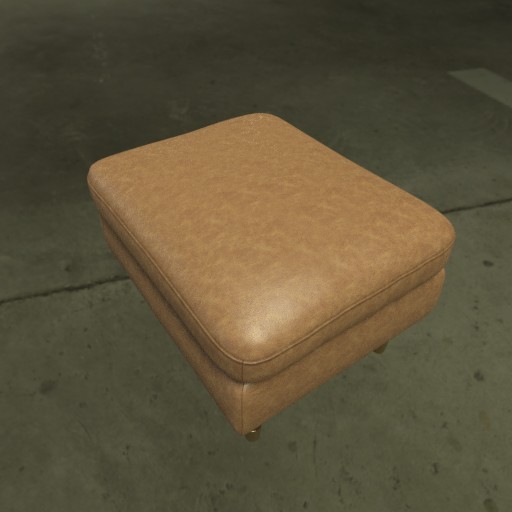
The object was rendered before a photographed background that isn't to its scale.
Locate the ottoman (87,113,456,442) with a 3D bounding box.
[{"bbox_3d":[0.000,0.000,1.128,0.593,0.478,0.747,-25,47,-26],"label":"ottoman"}]
